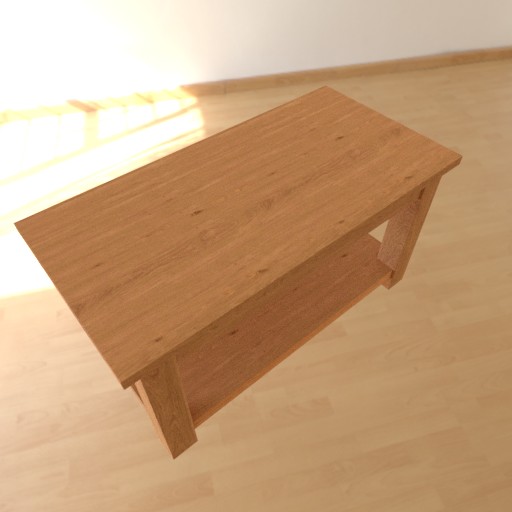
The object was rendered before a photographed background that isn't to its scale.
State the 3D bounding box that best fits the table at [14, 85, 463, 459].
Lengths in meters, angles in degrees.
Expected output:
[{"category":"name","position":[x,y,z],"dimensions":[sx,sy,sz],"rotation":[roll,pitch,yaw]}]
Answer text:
[{"category":"table","position":[0.000,0.000,1.138],"dimensions":[0.899,0.452,0.450],"rotation":[-32,55,-25]}]
